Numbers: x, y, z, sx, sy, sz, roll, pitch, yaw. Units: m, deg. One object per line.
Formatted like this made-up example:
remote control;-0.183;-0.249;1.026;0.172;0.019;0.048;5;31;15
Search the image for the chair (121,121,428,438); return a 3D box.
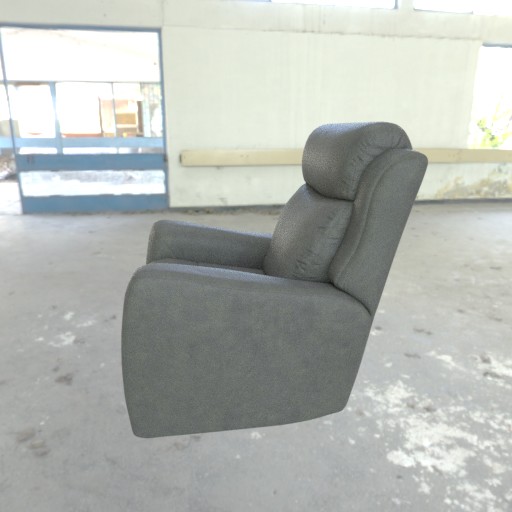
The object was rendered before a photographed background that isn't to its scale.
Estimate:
chair;0.000;0.000;1.933;1.068;1.116;0.967;-2;16;-8
